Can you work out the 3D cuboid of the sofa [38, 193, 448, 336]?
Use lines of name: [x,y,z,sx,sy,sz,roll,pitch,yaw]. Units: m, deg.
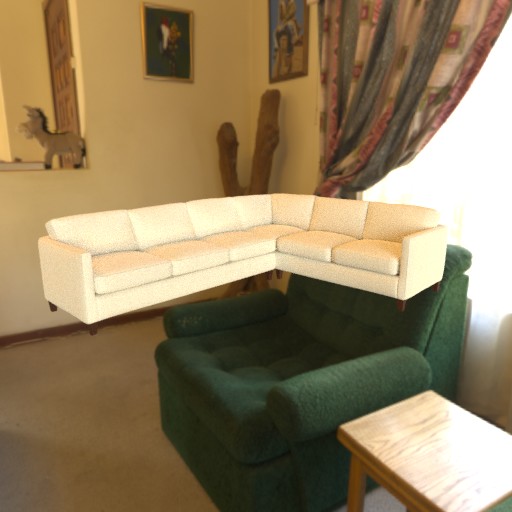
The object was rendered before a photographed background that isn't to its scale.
sofa: [0.000,0.000,4.458,2.593,0.947,3.302,13,19,42]
